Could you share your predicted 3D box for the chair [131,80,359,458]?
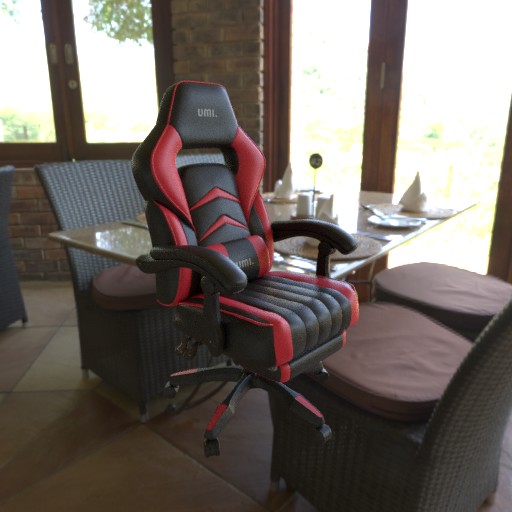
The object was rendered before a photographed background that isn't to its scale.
[{"bbox_3d":[0.000,0.000,1.609,0.700,1.220,0.700,14,21,42],"label":"chair"}]
